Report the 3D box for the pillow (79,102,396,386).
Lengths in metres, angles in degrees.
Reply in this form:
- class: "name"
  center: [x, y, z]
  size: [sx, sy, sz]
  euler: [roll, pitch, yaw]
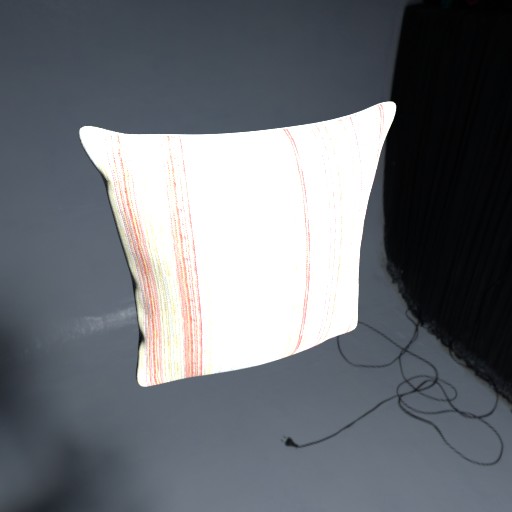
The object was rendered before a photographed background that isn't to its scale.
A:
- class: "pillow"
  center: [0.000, 0.000, 0.707]
  size: [0.451, 0.449, 0.191]
  euler: [-11, 33, -18]
